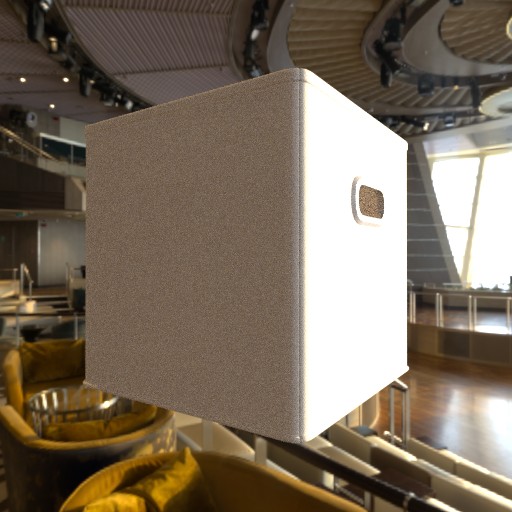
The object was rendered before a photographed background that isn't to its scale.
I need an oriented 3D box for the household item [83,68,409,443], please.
[{"bbox_3d":[0.000,0.000,0.563,0.305,0.305,0.305,0,0,35],"label":"household item"}]
